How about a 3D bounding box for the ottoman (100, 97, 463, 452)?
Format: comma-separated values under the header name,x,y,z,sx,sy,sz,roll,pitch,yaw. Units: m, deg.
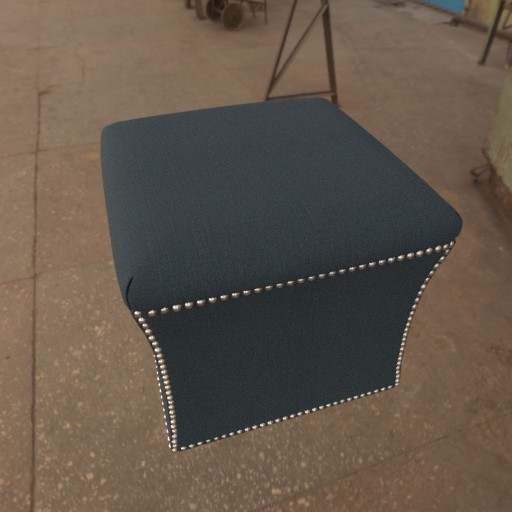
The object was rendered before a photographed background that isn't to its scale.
name,x,y,z,sx,sy,sz,roll,pitch,yaw
ottoman,0.000,0.000,0.884,0.507,0.475,0.497,-12,42,-13
